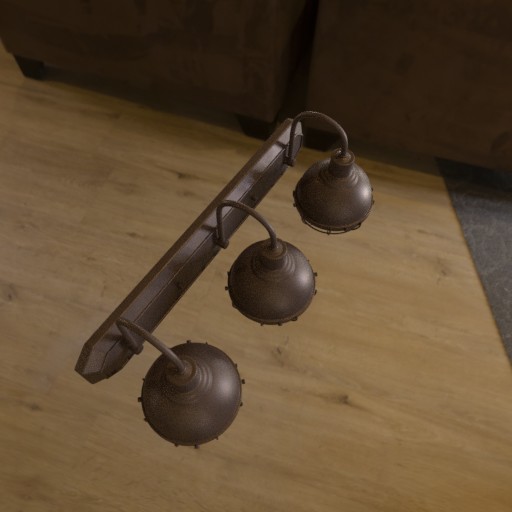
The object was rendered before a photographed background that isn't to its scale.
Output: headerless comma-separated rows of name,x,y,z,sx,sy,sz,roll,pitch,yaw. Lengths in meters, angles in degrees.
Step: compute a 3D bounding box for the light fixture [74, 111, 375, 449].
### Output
light fixture,0.000,0.000,0.767,0.229,0.254,0.634,30,64,16
